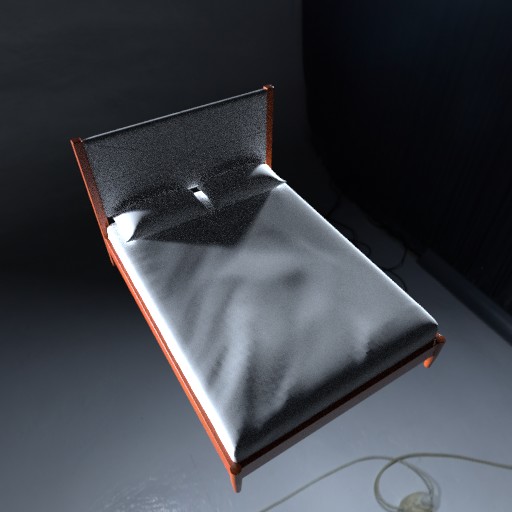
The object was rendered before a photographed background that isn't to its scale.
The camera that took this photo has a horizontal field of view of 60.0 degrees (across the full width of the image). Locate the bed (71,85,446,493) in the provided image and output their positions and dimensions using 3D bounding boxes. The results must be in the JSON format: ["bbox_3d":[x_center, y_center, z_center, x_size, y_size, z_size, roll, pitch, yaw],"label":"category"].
[{"bbox_3d":[0.000,0.000,2.972,1.566,1.165,2.117,-24,50,-21],"label":"bed"}]
